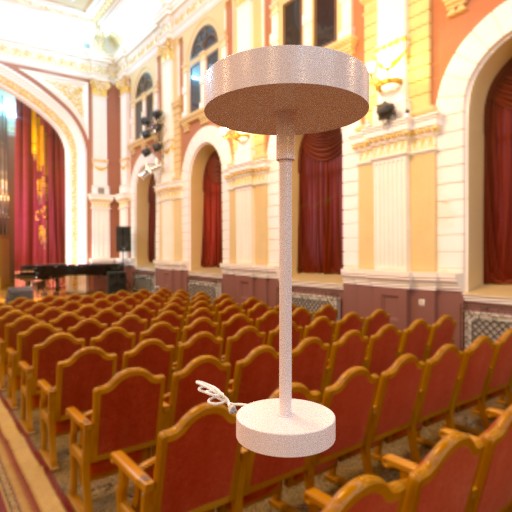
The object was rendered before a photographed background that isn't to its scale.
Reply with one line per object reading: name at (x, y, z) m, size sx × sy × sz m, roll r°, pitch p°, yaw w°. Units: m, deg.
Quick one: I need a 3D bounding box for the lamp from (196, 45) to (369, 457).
lamp at (0.000, 0.000, 0.684) m, size 0.229 × 0.508 × 0.369 m, roll 0°, pitch 1°, yaw -36°
